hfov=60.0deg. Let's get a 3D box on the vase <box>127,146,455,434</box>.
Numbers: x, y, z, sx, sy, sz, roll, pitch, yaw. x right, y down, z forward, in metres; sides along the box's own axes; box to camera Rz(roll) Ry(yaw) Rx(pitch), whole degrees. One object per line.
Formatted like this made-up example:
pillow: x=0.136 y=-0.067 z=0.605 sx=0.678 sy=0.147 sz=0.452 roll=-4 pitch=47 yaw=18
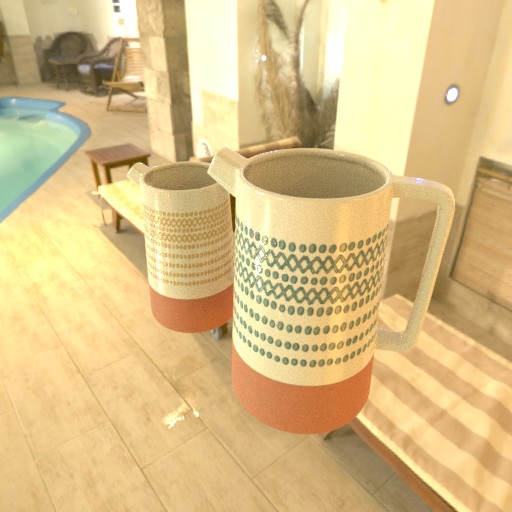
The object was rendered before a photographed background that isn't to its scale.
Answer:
vase: x=0.000 y=0.000 z=0.462 sx=0.168 sy=0.247 sz=0.326 roll=-18 pitch=35 yaw=-28
